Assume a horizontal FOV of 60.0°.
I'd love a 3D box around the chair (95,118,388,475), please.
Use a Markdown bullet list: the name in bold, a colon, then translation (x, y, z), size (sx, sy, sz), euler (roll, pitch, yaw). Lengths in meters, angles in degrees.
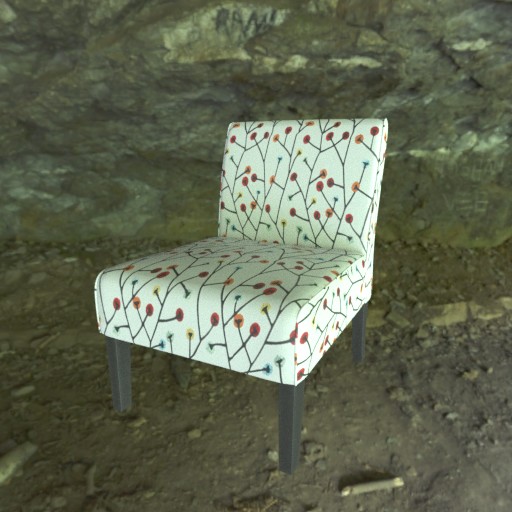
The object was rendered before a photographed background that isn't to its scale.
- **chair**: translation (0.000, 0.000, 1.328), size (0.597, 0.813, 0.732), euler (7, 16, 27)
